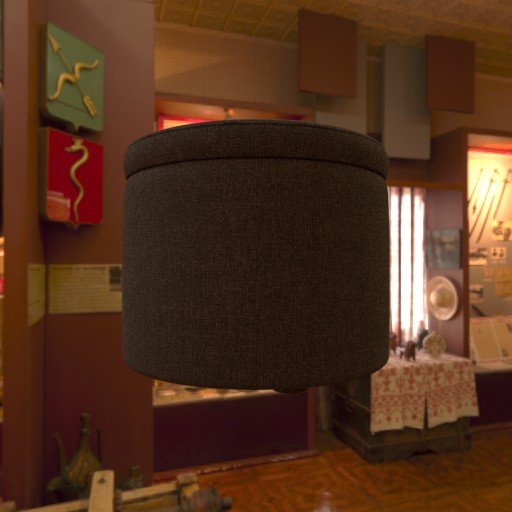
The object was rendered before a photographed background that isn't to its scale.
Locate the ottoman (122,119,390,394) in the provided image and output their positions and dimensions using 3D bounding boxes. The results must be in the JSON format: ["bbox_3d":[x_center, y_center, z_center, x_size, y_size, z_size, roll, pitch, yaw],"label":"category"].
[{"bbox_3d":[0.000,0.000,0.899,0.520,0.430,0.520,0,-1,0],"label":"ottoman"}]
